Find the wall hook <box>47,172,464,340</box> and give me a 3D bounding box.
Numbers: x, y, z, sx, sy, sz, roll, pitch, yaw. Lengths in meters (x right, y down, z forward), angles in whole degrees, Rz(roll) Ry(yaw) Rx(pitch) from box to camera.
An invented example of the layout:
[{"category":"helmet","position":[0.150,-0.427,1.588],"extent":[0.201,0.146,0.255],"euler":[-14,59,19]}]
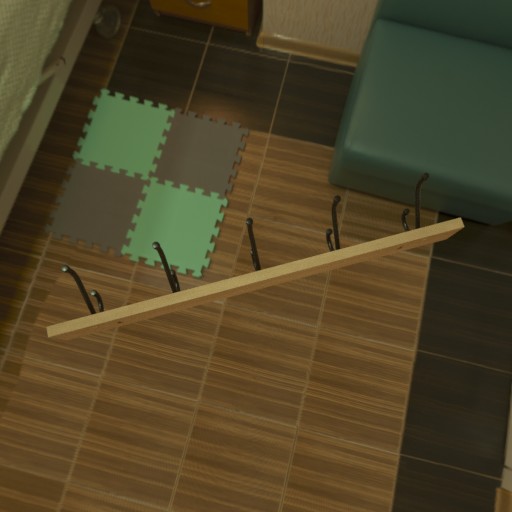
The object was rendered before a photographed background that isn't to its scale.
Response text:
[{"category":"wall hook","position":[0.000,0.000,0.597],"extent":[0.571,0.117,0.071],"euler":[-15,76,-4]}]
